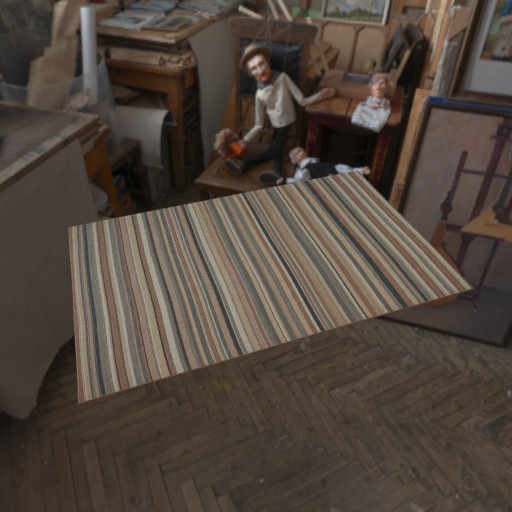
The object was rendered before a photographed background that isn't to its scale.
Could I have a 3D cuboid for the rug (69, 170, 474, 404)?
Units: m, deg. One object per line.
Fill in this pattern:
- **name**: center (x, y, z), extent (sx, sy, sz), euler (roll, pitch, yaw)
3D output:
- **rug**: center (0.000, 0.000, 3.080), extent (2.438, 0.014, 1.523), euler (-13, 44, -14)
